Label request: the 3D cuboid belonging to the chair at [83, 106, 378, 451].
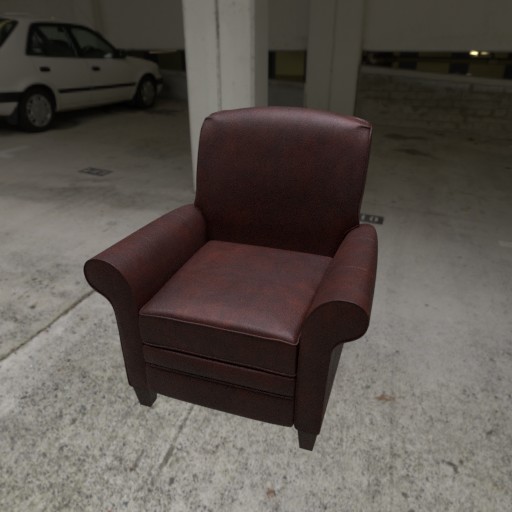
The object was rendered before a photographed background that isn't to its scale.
[{"bbox_3d":[0.000,0.000,1.799,0.978,1.061,0.902,8,27,17],"label":"chair"}]
